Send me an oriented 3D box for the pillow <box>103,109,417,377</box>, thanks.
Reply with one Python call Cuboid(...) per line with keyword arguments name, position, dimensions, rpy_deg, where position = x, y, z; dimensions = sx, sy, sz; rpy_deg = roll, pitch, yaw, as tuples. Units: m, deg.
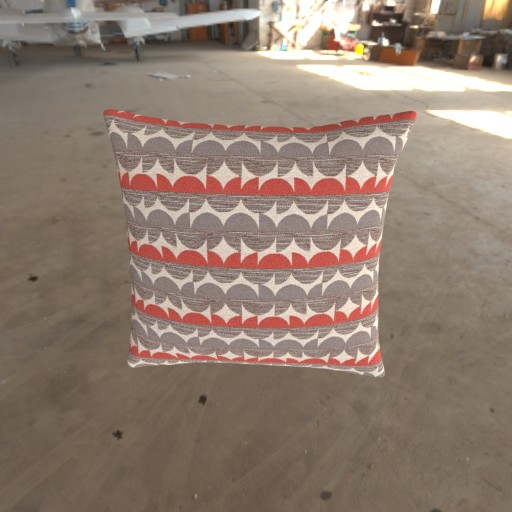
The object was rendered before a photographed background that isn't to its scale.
Cuboid(name="pillow", position=(0.000, 0.000, 0.656), dimensions=(0.420, 0.410, 0.180), rpy_deg=(1, 30, 2))
